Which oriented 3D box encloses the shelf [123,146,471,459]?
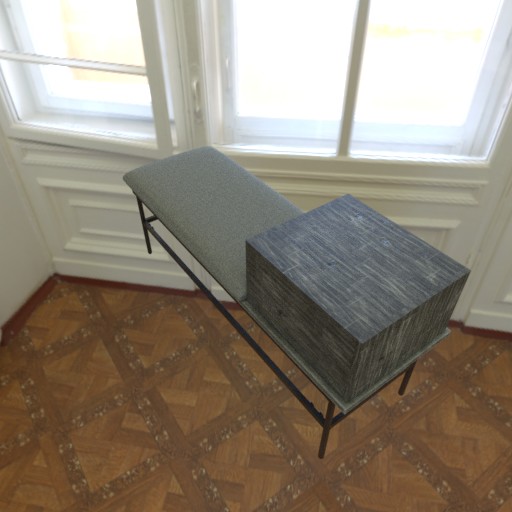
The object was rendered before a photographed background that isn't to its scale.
[{"bbox_3d":[0.000,0.000,1.652,0.457,0.633,1.342,-26,47,-26],"label":"shelf"}]
